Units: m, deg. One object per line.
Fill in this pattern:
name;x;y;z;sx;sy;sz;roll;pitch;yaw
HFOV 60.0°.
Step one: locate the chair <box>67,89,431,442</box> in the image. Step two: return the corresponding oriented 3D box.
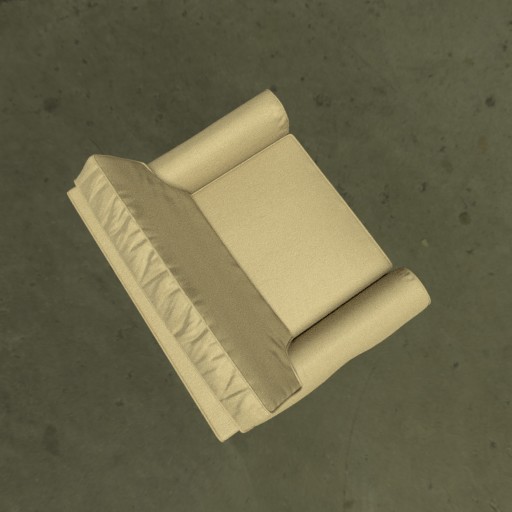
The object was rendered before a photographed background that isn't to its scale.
chair;0.000;0.000;1.773;0.903;0.937;1.096;-34;79;-8
